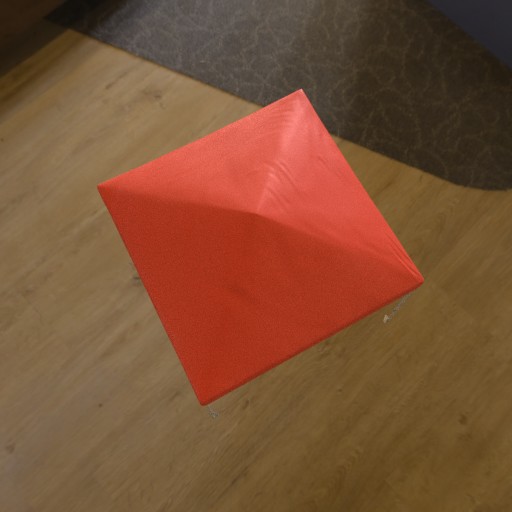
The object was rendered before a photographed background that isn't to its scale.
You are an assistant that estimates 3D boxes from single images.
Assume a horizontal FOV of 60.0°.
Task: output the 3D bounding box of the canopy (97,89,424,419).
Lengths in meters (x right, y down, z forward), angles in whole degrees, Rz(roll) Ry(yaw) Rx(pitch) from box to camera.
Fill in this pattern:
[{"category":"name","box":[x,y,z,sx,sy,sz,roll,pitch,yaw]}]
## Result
[{"category":"canopy","box":[0.000,0.000,5.158,2.849,2.850,2.850,-27,77,-7]}]
